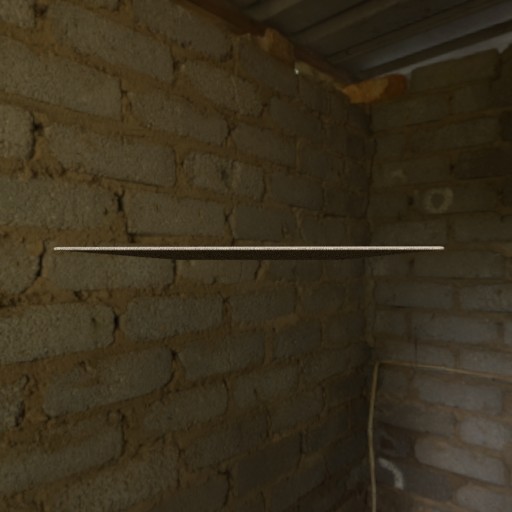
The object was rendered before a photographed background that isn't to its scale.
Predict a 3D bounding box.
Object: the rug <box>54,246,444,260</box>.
[{"bbox_3d":[0.000,0.000,2.287,1.219,0.010,1.829,0,-1,2],"label":"rug"}]
